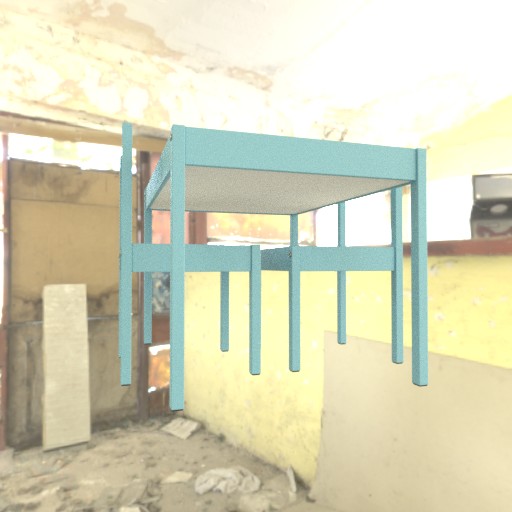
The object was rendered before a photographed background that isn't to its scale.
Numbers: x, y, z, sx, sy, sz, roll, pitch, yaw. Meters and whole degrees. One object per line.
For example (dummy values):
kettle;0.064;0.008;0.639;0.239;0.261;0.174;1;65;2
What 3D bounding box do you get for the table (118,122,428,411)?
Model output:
table;0.000;0.000;1.075;0.633;0.503;0.639;0;-1;-18
